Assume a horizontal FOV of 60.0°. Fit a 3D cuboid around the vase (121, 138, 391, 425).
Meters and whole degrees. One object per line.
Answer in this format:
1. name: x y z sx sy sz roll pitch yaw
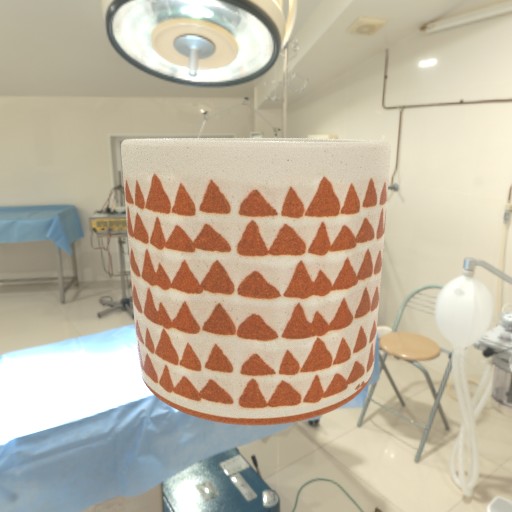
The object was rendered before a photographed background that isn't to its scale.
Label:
1. vase: 0.000 0.000 0.249 0.137 0.127 0.137 0 15 0
